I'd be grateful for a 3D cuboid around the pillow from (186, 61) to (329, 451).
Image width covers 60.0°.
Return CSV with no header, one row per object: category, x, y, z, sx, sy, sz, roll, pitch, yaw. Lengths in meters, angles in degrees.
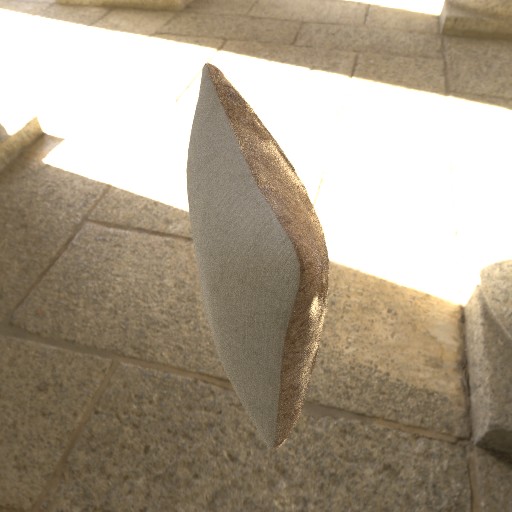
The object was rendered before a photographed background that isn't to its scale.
pillow,0.000,0.000,0.821,0.216,0.525,0.538,-10,47,-10
